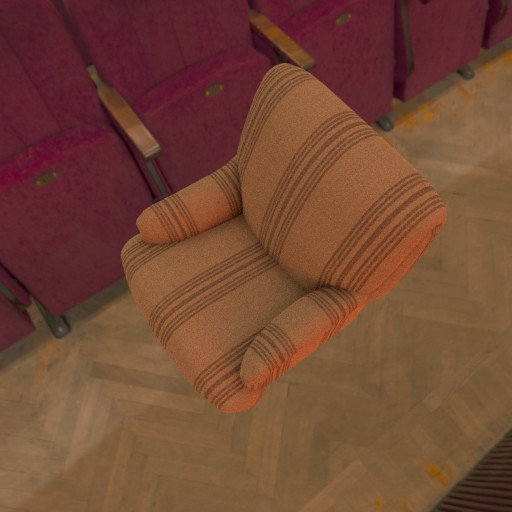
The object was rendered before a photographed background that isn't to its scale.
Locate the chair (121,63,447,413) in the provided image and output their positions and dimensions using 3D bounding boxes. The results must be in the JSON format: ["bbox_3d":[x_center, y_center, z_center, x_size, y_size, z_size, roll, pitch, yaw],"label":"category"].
[{"bbox_3d":[0.000,0.000,1.643,0.914,0.940,0.813,-33,68,-15],"label":"chair"}]
